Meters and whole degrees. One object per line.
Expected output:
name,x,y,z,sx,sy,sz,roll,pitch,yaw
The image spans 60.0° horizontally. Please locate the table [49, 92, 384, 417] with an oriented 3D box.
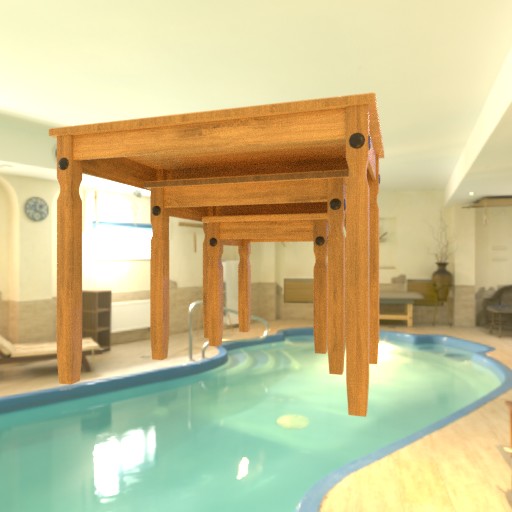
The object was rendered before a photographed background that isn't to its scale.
table,0.000,0.000,1.191,0.660,0.535,0.773,0,0,18
